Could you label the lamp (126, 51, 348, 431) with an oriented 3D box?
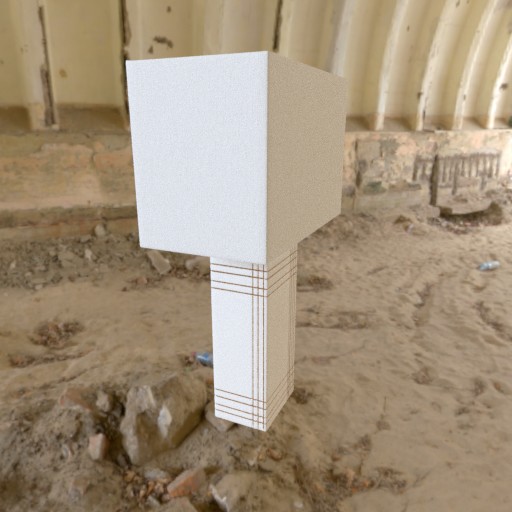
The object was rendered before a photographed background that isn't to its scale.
[{"bbox_3d":[0.000,0.000,0.701,0.182,0.543,0.334,8,18,24],"label":"lamp"}]
